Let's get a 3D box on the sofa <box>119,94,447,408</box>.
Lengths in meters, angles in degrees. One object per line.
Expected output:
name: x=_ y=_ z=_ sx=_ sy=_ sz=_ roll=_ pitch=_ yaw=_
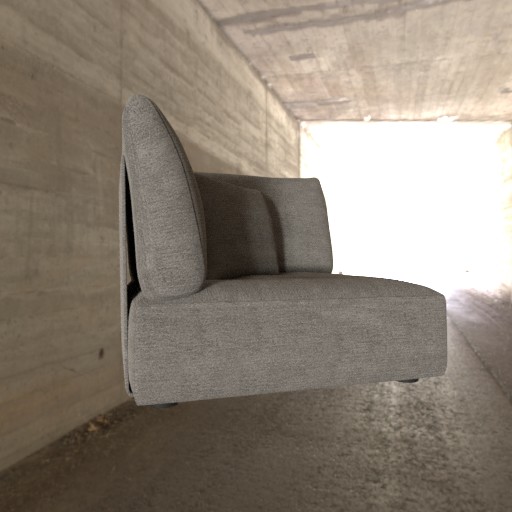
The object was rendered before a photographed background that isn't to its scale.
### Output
sofa: x=0.000 y=0.000 z=1.701 sx=1.000 sy=0.820 sz=1.000 roll=0 pitch=0 yaw=-18
